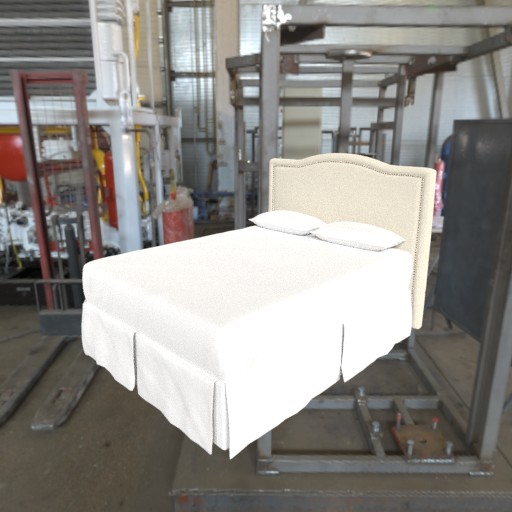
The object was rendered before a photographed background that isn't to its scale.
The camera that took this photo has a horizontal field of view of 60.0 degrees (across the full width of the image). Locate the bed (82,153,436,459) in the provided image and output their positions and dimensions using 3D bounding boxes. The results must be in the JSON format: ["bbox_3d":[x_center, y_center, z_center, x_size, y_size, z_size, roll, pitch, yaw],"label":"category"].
[{"bbox_3d":[0.000,0.000,3.369,2.196,1.449,1.741,-15,22,-43],"label":"bed"}]
